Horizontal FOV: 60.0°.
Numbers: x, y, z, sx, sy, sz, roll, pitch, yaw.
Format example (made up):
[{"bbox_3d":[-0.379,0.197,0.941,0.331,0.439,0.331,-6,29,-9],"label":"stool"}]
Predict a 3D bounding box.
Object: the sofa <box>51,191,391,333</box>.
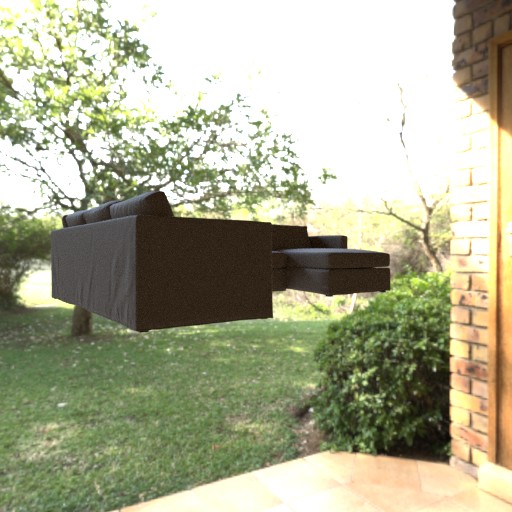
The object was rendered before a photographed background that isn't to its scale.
[{"bbox_3d":[0.000,0.000,4.566,3.460,0.882,2.427,0,1,-36],"label":"sofa"}]
